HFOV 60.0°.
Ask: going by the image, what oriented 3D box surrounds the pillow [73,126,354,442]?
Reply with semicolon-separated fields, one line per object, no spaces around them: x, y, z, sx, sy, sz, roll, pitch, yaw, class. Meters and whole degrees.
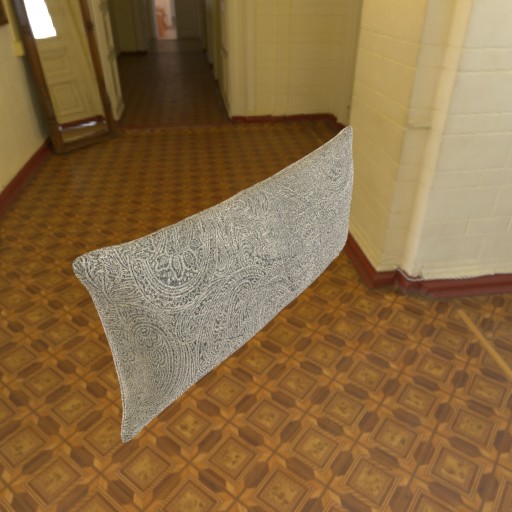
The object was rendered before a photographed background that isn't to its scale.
0.000;0.000;0.729;0.151;0.295;0.615;22;38;31;pillow
